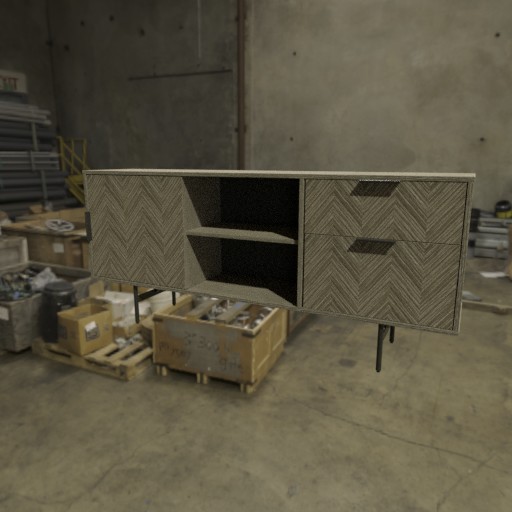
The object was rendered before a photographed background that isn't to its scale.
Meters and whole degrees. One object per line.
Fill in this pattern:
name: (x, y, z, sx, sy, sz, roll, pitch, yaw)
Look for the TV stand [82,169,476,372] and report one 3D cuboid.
TV stand: (0.000, 0.000, 2.108, 1.804, 0.787, 0.405, 6, 14, 25)
